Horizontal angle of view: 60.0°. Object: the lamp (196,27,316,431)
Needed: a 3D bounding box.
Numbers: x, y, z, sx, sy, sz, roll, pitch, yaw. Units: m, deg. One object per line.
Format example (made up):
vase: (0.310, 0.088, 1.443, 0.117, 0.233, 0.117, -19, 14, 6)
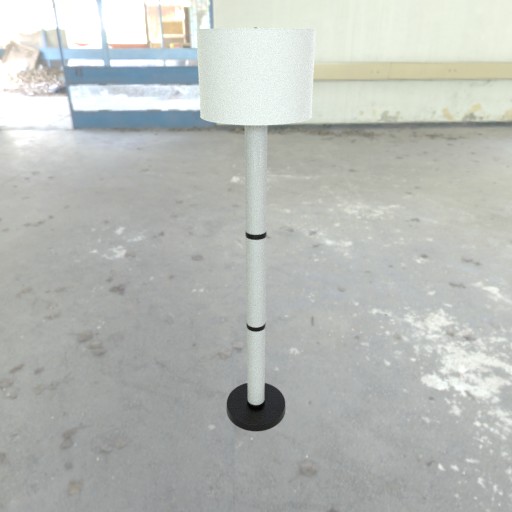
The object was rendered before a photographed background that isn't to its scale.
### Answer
lamp: (0.000, 0.000, 1.744, 0.377, 1.599, 0.377, -1, 26, -1)
